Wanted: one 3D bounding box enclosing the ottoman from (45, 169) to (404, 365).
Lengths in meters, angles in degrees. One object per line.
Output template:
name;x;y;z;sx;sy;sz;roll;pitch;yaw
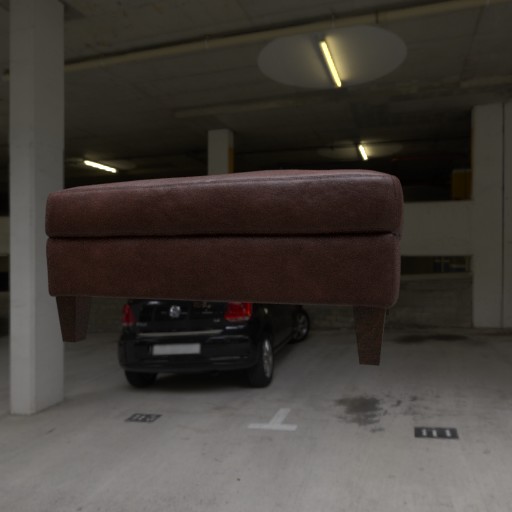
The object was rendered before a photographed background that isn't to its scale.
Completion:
ottoman;0.000;0.000;1.324;0.836;0.415;0.844;0;0;18
